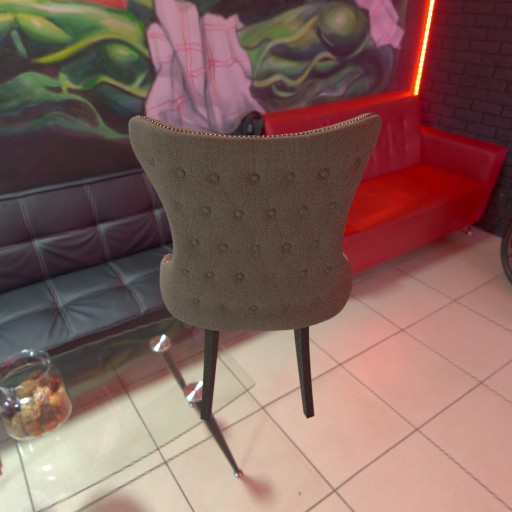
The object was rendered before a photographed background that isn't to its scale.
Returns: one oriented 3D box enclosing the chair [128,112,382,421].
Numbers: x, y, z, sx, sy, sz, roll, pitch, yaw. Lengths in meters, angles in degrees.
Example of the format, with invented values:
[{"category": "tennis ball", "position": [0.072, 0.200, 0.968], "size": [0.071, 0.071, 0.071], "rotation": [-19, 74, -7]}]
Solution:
[{"category": "chair", "position": [0.000, 0.000, 1.411], "size": [0.628, 0.967, 0.635], "rotation": [-1, 31, -2]}]
